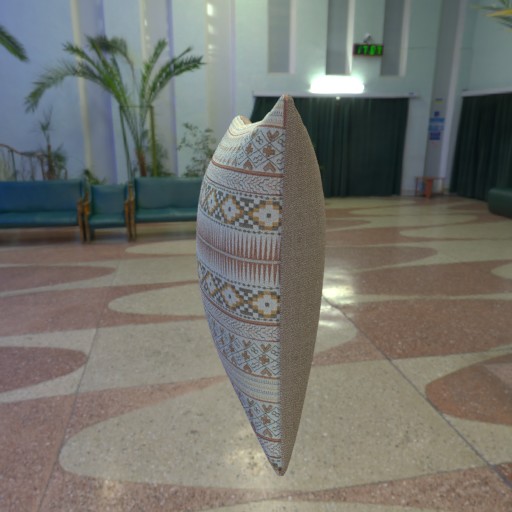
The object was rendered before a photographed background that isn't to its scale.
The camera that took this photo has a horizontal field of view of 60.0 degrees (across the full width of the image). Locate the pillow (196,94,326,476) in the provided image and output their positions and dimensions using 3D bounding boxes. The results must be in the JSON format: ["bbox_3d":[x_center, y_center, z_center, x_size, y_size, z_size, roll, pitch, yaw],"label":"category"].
[{"bbox_3d":[0.000,0.000,0.811,0.215,0.519,0.521,-2,16,-8],"label":"pillow"}]
